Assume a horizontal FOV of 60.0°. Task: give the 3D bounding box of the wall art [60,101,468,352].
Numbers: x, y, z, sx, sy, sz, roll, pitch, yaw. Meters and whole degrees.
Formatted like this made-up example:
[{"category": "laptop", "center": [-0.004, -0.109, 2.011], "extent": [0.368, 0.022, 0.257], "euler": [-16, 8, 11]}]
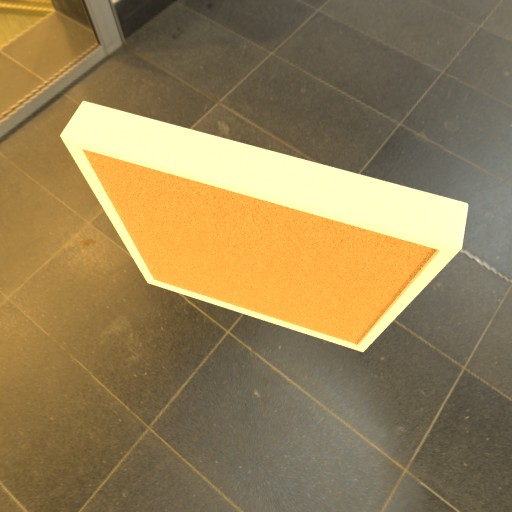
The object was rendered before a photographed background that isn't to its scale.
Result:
[{"category": "wall art", "center": [0.000, 0.000, 0.463], "extent": [0.305, 0.305, 0.038], "euler": [17, 66, 8]}]
